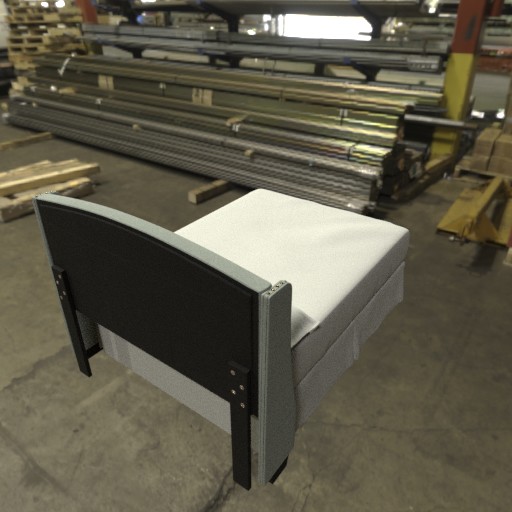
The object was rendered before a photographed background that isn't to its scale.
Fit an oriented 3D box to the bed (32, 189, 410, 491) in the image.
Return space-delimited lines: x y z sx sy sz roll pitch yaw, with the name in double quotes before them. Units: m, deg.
"bed" 0.000 0.000 3.246 1.710 1.407 2.237 20 36 30
